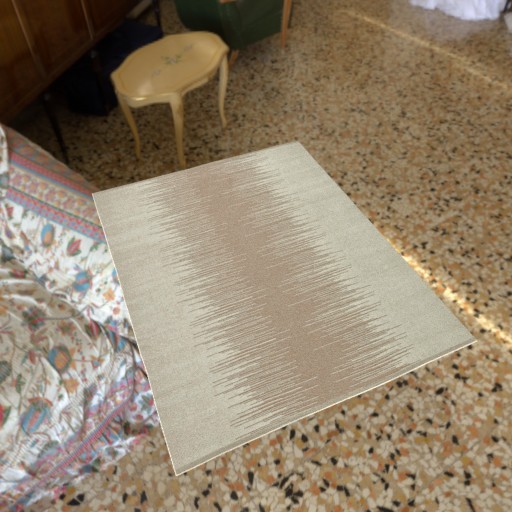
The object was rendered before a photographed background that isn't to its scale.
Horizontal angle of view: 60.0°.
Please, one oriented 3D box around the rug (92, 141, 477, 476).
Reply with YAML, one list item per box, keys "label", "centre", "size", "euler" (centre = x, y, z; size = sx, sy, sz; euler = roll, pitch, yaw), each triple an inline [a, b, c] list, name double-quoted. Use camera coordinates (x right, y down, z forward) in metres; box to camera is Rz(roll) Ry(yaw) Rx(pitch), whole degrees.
- label: "rug"
  centre: [0.000, 0.000, 4.063]
  size: [2.438, 0.013, 3.048]
  euler: [-18, 50, -16]
